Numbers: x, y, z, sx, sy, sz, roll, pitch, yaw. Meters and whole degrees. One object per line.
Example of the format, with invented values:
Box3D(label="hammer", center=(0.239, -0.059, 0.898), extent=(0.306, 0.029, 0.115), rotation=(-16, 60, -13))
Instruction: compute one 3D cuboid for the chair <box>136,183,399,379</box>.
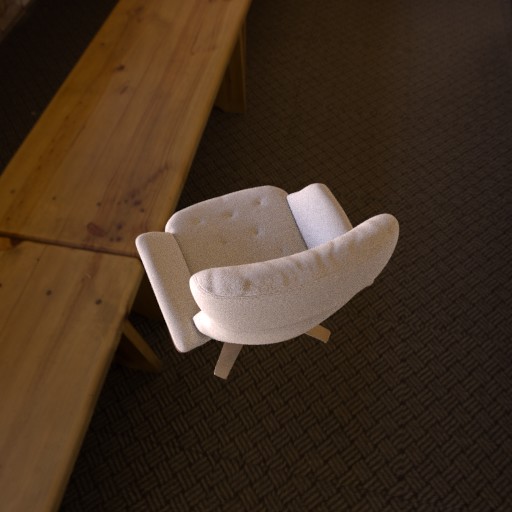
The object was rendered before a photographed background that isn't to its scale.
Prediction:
Box3D(label="chair", center=(0.000, 0.000, 1.606), extent=(0.785, 0.995, 0.837), rotation=(-18, 59, -11))
